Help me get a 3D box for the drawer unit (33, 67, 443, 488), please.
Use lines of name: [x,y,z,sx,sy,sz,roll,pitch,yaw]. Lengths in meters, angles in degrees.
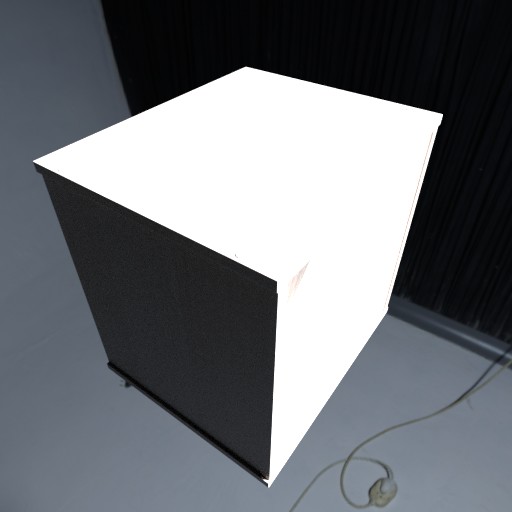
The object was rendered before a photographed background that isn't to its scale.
drawer unit: [0.000,0.000,0.591,0.290,0.344,0.349,25,47,26]
